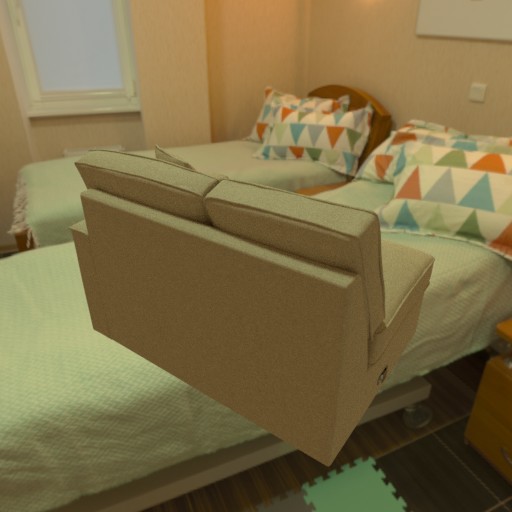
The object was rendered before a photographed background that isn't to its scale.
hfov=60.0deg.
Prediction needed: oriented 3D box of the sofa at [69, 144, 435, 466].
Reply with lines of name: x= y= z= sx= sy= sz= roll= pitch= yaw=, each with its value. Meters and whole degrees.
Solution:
sofa: x=0.000 y=0.000 z=2.049 sx=1.388 sy=0.989 sz=0.991 roll=19 pitch=34 yaw=31
